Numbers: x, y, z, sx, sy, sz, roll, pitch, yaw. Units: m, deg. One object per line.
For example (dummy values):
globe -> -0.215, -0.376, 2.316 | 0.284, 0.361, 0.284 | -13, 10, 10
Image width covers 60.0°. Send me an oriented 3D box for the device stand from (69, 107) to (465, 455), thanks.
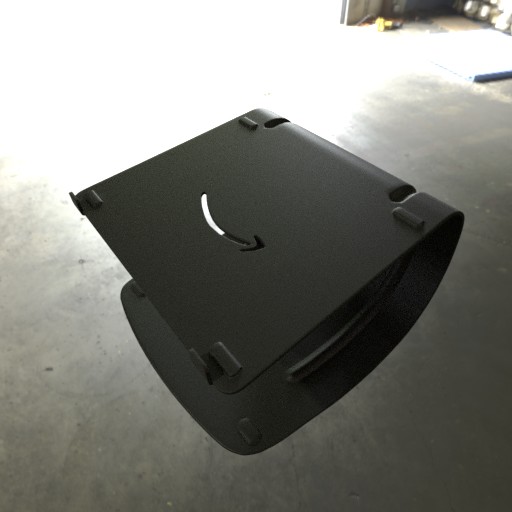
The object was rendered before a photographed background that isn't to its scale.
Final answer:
device stand -> 0.000, 0.000, 0.402 | 0.236, 0.155, 0.256 | -26, 47, -27
